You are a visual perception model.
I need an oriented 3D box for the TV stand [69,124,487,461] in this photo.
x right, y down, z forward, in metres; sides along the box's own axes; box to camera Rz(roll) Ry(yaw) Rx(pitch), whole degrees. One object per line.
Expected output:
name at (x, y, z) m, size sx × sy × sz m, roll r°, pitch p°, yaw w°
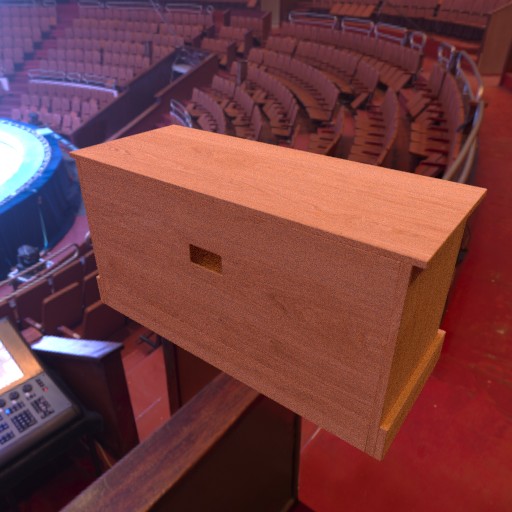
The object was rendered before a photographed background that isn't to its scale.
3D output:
TV stand at (0.000, 0.000, 1.341) m, size 1.080 × 0.550 × 0.440 m, roll 21°, pitch 36°, yaw 31°
